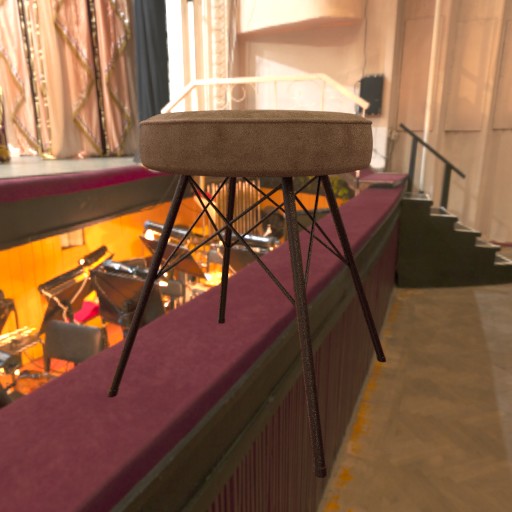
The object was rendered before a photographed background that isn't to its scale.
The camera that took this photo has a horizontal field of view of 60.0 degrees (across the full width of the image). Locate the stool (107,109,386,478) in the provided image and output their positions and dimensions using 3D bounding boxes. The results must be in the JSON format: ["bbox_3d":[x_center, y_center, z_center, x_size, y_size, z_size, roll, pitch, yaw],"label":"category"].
[{"bbox_3d":[0.000,0.000,0.873,0.457,0.538,0.423,8,18,27],"label":"stool"}]
